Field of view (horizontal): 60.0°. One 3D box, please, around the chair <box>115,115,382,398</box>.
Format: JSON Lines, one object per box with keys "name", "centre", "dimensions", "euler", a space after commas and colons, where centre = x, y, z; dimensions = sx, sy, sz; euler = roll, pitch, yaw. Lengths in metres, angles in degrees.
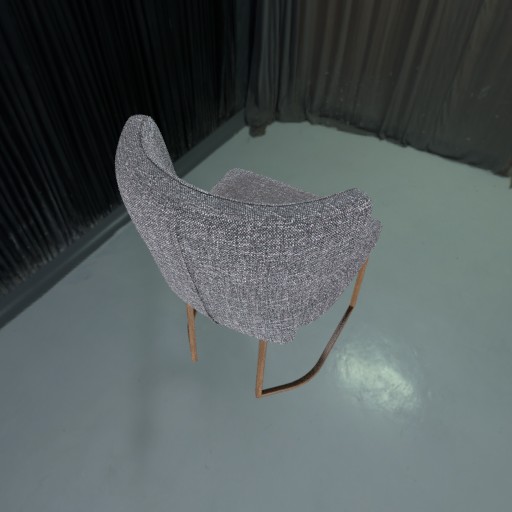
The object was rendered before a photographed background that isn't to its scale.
{"name": "chair", "centre": [0.000, 0.000, 1.281], "dimensions": [0.611, 0.824, 0.617], "euler": [24, 52, 20]}
